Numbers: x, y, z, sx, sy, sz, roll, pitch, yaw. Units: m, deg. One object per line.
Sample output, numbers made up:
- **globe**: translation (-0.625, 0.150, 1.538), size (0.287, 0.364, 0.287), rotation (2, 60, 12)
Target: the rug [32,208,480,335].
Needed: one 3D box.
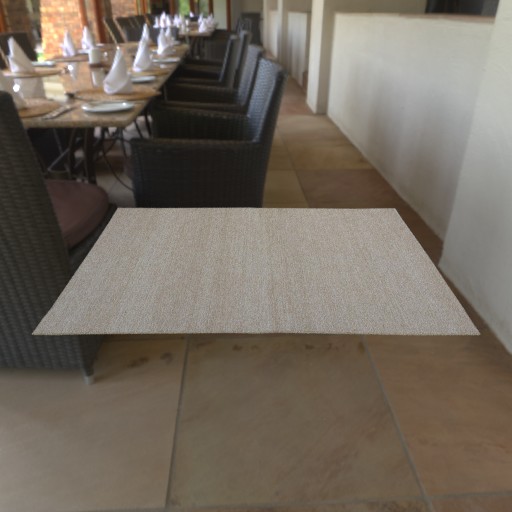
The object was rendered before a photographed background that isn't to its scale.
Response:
- **rug**: translation (0.000, 0.000, 3.692), size (2.869, 0.038, 2.032), rotation (0, 29, 0)
